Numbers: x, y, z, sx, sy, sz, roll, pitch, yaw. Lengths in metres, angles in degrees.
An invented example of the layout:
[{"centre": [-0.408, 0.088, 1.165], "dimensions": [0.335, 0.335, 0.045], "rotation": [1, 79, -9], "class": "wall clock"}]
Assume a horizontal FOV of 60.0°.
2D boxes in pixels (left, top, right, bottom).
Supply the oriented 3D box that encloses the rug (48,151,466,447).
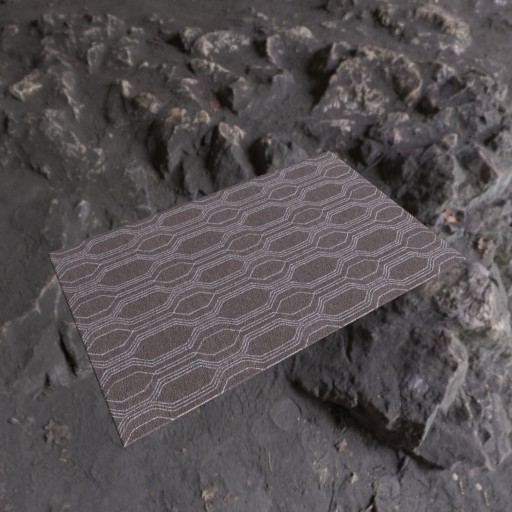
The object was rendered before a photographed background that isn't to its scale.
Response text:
[{"centre": [0.000, 0.000, 3.067], "dimensions": [2.457, 0.012, 1.541], "rotation": [-24, 51, -21], "class": "rug"}]
